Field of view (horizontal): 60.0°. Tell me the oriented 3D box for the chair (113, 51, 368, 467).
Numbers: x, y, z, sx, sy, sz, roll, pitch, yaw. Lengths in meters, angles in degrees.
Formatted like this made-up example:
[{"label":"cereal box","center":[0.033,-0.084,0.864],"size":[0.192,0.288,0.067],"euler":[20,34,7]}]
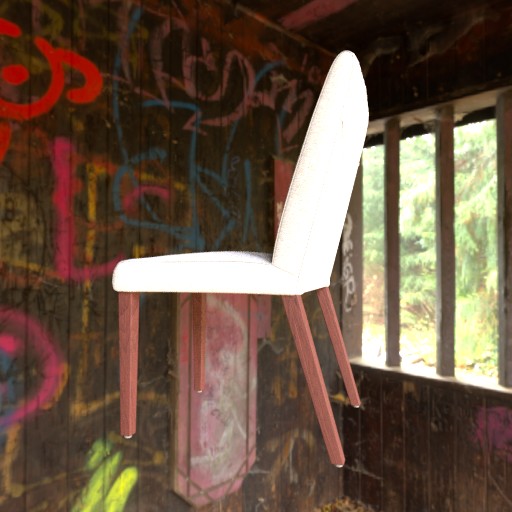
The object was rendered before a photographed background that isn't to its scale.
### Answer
[{"label":"chair","center":[0.000,0.000,1.222],"size":[0.594,0.900,0.480],"euler":[0,-1,18]}]
